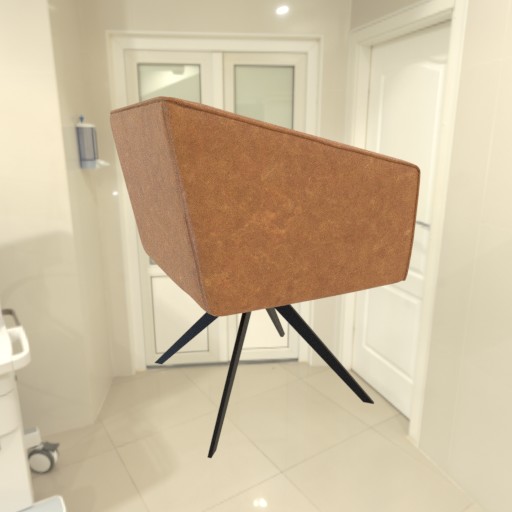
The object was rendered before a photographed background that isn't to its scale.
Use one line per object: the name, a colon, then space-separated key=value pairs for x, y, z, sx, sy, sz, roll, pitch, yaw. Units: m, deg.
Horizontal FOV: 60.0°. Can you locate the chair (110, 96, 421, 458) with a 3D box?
chair: x=0.000 y=0.000 z=1.205 sx=0.625 sy=0.760 sz=0.588 roll=-7 pitch=17 yaw=-26
